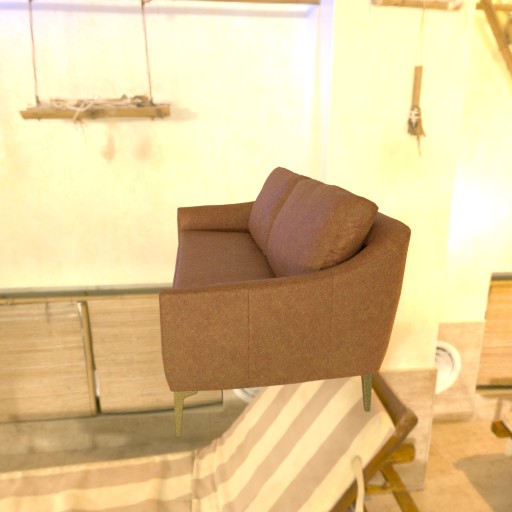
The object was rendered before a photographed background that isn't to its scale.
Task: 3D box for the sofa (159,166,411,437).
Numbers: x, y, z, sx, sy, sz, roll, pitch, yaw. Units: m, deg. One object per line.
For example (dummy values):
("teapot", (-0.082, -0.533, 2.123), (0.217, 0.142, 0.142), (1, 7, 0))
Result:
("sofa", (0.000, 0.000, 2.623), (0.981, 0.945, 2.036), (-2, 15, -8))
